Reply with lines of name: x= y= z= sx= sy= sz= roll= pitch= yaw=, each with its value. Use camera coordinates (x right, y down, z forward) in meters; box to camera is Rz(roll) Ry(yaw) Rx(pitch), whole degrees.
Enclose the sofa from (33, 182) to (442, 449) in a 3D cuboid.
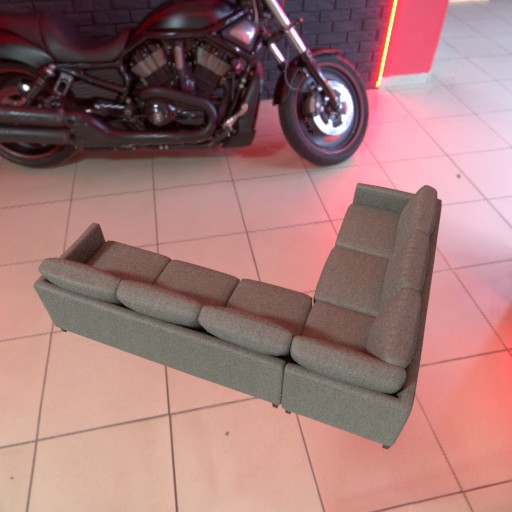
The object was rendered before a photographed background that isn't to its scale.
sofa: x=0.000 y=0.000 z=4.467 sx=3.302 sy=0.947 sz=2.593 roll=15 pitch=47 yaw=15
